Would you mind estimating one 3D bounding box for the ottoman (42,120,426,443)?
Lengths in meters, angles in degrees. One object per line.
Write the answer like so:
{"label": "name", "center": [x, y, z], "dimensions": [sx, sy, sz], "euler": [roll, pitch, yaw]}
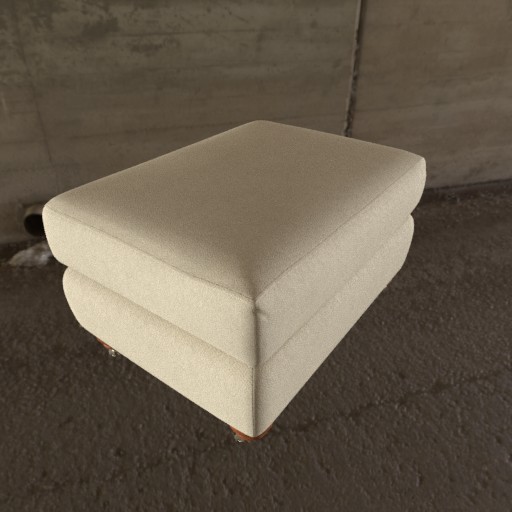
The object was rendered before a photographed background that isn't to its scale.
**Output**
{"label": "ottoman", "center": [0.000, 0.000, 1.119], "dimensions": [0.569, 0.499, 0.773], "euler": [22, 39, 30]}
